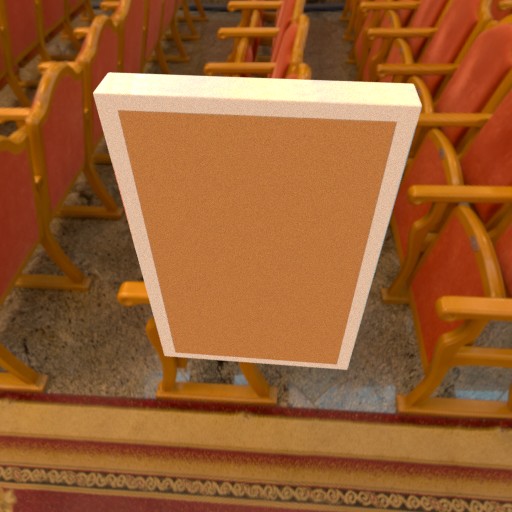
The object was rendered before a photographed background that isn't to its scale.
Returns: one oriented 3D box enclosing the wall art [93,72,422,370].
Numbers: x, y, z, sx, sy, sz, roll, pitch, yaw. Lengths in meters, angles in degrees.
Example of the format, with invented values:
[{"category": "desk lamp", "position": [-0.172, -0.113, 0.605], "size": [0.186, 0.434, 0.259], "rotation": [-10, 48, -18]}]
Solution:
[{"category": "wall art", "position": [0.000, 0.000, 0.485], "size": [0.251, 0.380, 0.039], "rotation": [3, 46, 3]}]
